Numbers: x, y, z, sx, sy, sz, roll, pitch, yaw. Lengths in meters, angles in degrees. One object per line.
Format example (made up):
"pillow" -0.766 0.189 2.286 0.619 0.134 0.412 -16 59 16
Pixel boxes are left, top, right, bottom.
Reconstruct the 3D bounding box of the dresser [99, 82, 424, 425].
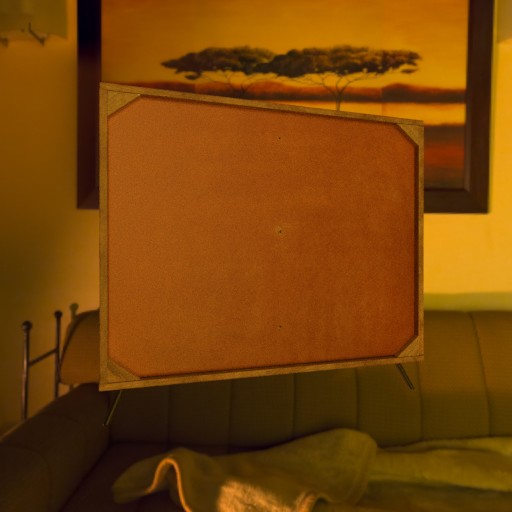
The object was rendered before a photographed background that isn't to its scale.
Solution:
"dresser" 0.000 0.000 1.444 0.967 0.847 0.446 0 0 -19
